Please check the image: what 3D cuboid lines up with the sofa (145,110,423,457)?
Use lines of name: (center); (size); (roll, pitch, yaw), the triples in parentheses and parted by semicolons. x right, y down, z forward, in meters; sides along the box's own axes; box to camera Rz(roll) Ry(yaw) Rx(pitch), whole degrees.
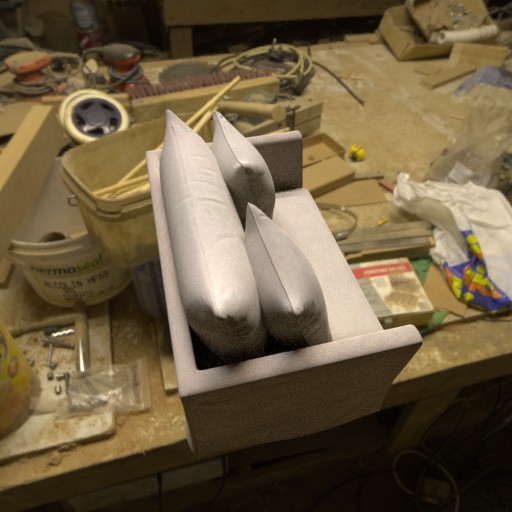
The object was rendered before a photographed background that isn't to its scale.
sofa: (0.000, 0.000, 2.342); (1.035, 1.040, 1.608); (-10, 48, -10)
